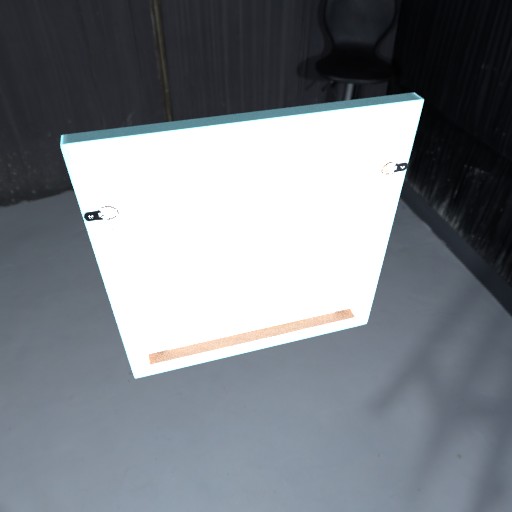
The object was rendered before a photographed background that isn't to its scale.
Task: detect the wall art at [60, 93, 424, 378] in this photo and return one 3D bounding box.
[{"bbox_3d":[0.000,0.000,1.631,1.071,1.073,0.070,-11,43,-12],"label":"wall art"}]
